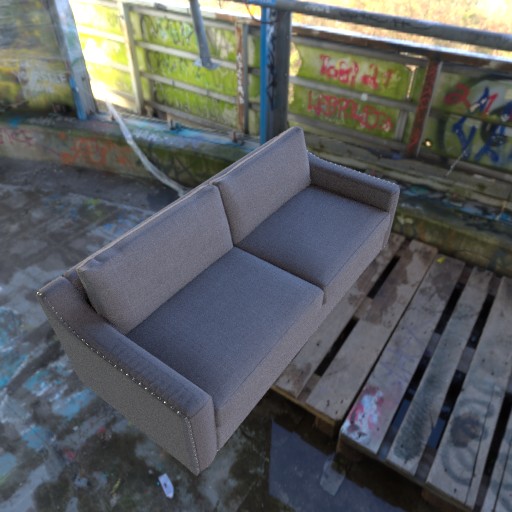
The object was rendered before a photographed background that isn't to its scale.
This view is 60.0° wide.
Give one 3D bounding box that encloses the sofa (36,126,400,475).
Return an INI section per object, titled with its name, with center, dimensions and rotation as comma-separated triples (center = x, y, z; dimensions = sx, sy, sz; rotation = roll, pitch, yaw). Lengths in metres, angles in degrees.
[sofa]
center = 0.000, 0.000, 2.734
dimensions = 1.000, 0.857, 2.208
rotation = 26, 47, 27
